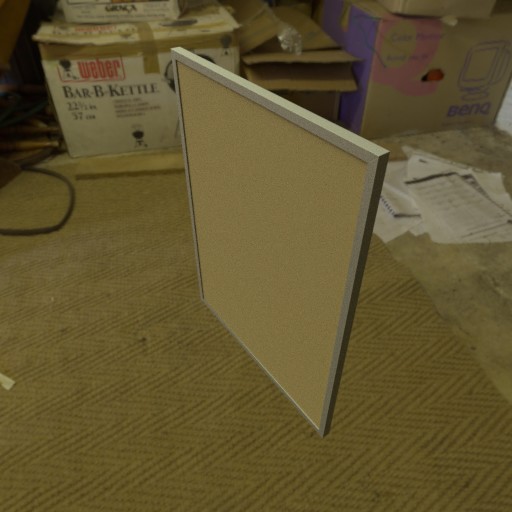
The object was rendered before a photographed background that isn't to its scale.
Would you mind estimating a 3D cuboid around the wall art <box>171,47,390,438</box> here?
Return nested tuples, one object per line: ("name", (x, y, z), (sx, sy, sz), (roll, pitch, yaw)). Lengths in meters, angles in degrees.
("wall art", (0.000, 0.000, 1.382), (0.034, 1.042, 0.789), (-26, 47, -27))
